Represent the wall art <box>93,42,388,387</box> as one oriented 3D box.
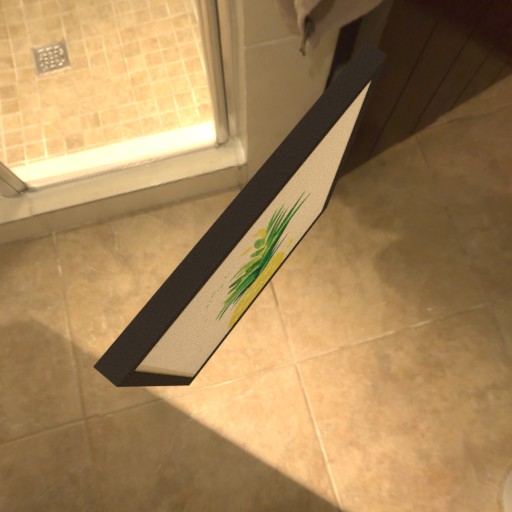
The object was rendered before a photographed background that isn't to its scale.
[{"bbox_3d":[0.000,0.000,0.752,0.033,0.507,0.508,36,77,10],"label":"wall art"}]
